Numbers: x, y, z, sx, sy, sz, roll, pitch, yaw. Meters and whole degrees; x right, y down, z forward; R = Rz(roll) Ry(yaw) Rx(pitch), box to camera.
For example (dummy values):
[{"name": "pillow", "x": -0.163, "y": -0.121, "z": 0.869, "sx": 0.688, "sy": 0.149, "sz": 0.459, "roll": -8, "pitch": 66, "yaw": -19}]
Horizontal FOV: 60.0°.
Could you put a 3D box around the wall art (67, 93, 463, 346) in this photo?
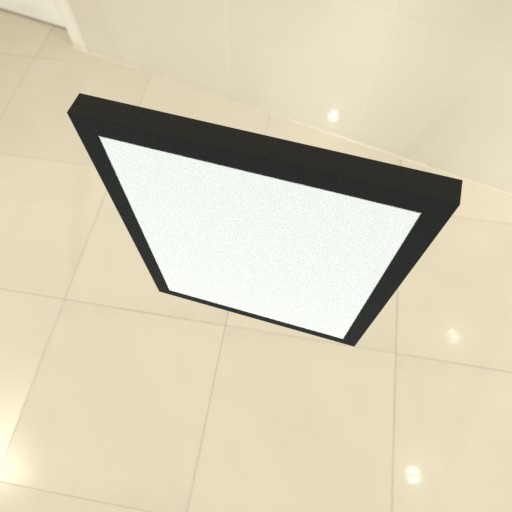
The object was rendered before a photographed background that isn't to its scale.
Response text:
[{"name": "wall art", "x": 0.000, "y": 0.000, "z": 0.542, "sx": 0.329, "sy": 0.404, "sz": 0.024, "roll": 15, "pitch": 64, "yaw": 7}]
